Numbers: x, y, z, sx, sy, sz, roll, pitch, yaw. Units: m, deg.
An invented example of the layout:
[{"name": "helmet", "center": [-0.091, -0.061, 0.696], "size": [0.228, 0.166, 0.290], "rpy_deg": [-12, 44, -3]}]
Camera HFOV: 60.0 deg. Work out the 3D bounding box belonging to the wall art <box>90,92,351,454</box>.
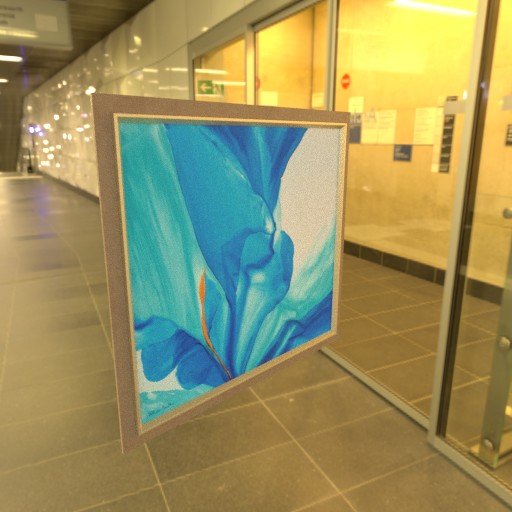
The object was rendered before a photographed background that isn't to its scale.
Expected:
[{"name": "wall art", "center": [0.000, 0.000, 1.649], "size": [0.025, 1.067, 1.168], "rpy_deg": [14, 20, 43]}]
